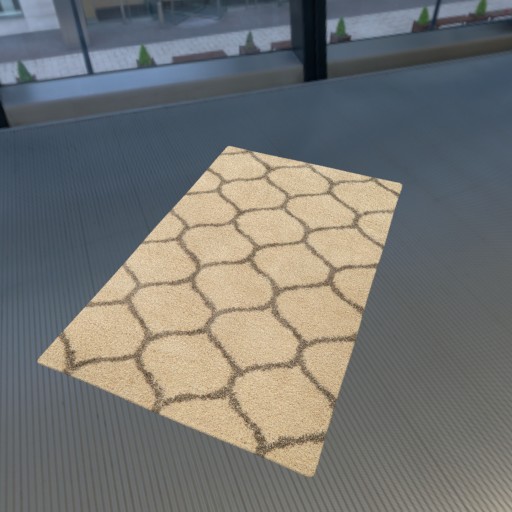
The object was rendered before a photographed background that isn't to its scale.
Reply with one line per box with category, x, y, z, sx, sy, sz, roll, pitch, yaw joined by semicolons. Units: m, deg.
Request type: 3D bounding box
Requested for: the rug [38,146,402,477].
rug;0.000;0.000;2.876;1.501;0.024;2.348;16;46;16
